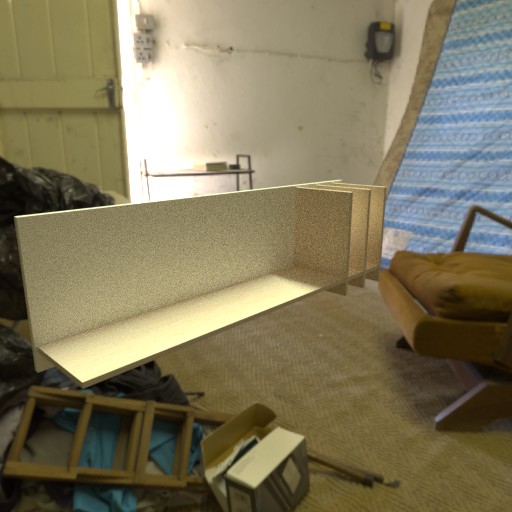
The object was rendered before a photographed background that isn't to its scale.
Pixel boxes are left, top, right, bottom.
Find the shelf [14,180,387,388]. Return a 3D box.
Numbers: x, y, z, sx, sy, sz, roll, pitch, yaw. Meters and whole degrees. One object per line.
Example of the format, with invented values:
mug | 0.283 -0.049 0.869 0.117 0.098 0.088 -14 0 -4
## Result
shelf | 0.000 0.000 1.105 0.200 0.300 1.020 14 20 42
